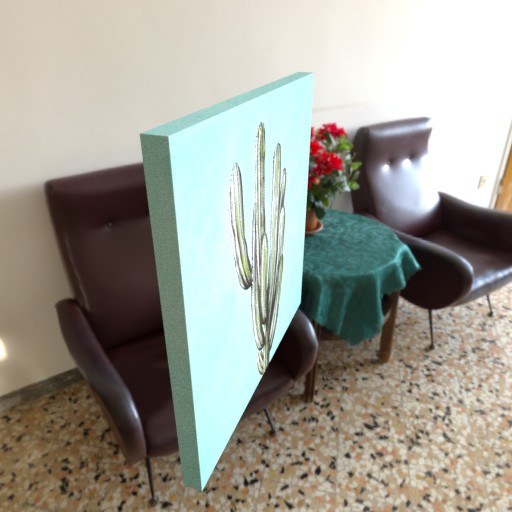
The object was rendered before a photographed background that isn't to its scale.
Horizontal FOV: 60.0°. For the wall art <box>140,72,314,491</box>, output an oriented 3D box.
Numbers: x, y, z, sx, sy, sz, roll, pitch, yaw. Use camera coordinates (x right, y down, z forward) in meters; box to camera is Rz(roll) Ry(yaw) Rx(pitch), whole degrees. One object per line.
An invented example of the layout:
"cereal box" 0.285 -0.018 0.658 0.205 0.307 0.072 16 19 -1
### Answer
"wall art" 0.000 0.000 0.863 0.036 0.603 0.603 11 31 18
